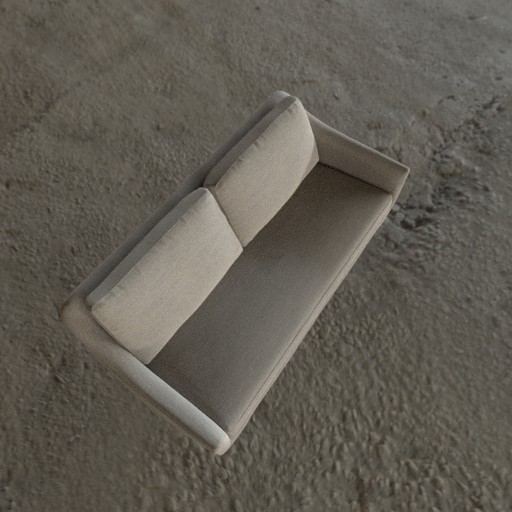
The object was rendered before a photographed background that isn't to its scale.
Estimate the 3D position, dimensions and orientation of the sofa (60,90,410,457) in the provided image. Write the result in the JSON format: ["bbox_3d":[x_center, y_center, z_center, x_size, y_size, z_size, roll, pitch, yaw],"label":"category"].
[{"bbox_3d":[0.000,0.000,2.643,0.980,0.913,2.036,31,64,17],"label":"sofa"}]
